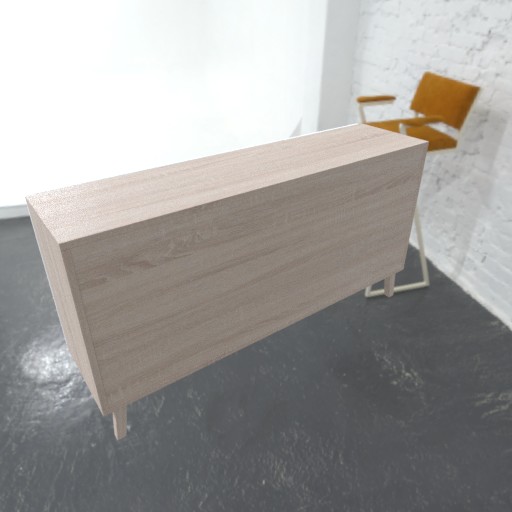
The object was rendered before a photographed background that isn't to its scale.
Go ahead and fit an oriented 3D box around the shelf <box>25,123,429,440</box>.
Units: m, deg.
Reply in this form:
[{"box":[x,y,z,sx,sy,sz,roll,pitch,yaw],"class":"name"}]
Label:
[{"box":[0.000,0.000,1.805,1.490,0.780,0.400,-20,36,-30],"class":"shelf"}]
